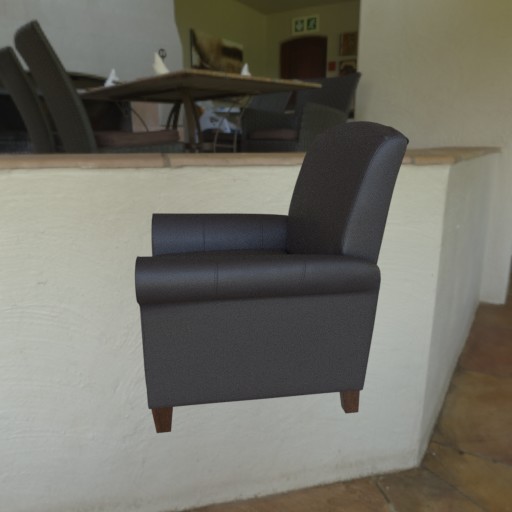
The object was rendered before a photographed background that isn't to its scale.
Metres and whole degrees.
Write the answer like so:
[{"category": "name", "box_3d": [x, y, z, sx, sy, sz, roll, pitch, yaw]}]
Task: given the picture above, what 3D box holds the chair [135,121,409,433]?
[{"category": "chair", "box_3d": [0.000, 0.000, 1.818, 0.902, 1.061, 0.978, -2, 15, -9]}]
